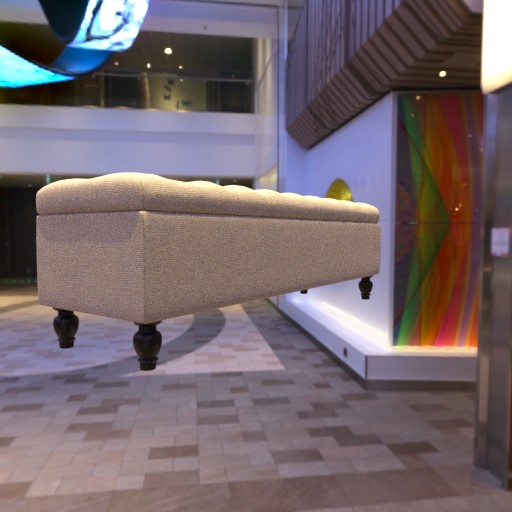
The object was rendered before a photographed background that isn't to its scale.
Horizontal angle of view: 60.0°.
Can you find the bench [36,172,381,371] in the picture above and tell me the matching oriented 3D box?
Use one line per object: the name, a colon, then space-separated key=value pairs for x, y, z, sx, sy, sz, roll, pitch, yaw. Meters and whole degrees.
bench: x=0.000 y=0.000 z=1.690 sx=0.455 sy=0.467 sz=1.480 roll=2 pitch=4 yaw=36
